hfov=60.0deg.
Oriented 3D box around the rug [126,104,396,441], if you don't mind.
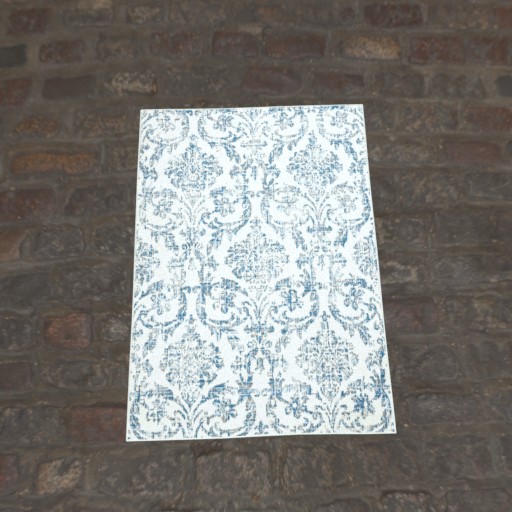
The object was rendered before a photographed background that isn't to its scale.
[{"bbox_3d":[0.000,0.000,2.875,1.586,0.014,2.197,-2,75,0],"label":"rug"}]
